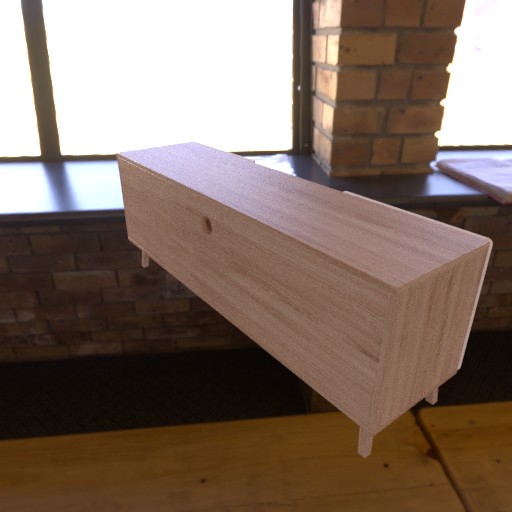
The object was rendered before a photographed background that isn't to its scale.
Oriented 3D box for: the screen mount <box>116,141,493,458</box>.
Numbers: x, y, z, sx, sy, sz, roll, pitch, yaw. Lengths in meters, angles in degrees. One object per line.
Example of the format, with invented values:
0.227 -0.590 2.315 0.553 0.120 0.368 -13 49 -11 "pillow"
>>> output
0.000 0.000 1.686 0.420 0.570 1.500 -19 32 -33 "screen mount"
